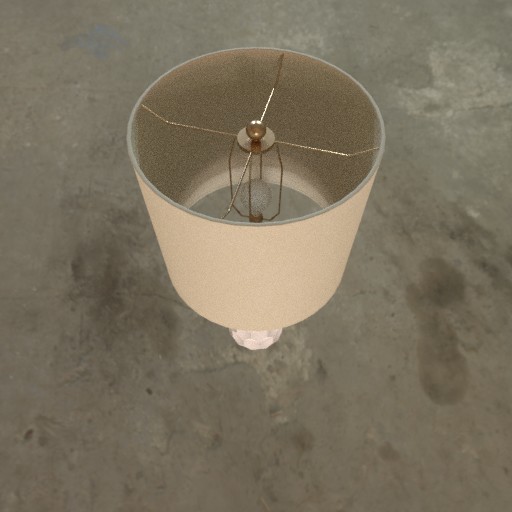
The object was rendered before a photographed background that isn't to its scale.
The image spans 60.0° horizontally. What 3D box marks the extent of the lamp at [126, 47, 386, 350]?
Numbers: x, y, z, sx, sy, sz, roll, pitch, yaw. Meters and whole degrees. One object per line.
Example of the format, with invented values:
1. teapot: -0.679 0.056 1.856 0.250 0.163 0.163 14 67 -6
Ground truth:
1. lamp: 0.000 0.000 0.704 0.277 0.537 0.277 -32 63 -19
